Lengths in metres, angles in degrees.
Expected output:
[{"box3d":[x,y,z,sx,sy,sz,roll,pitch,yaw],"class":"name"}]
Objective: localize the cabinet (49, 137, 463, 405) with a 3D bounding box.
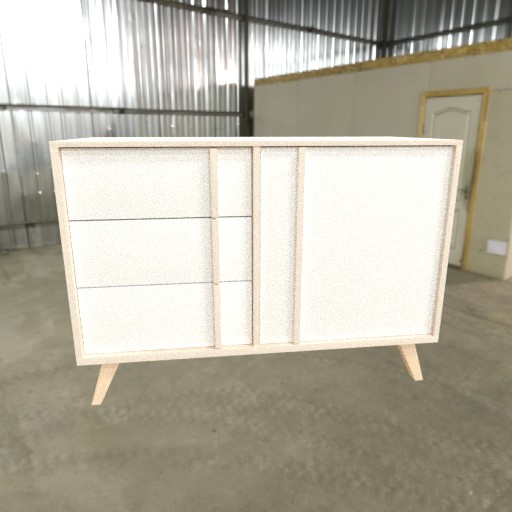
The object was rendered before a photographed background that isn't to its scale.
[{"box3d":[0.000,0.000,1.523,1.110,0.780,0.500,-2,16,-7],"class":"cabinet"}]
